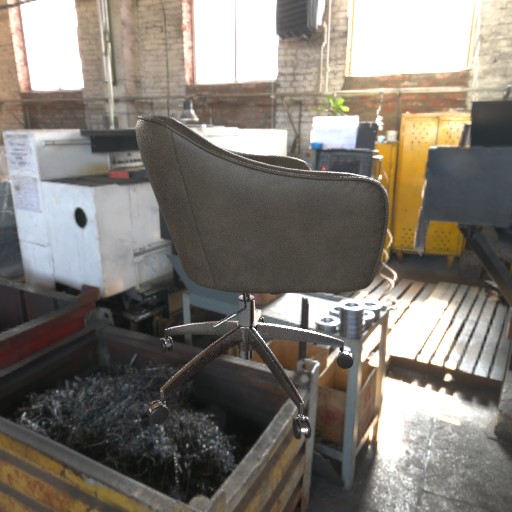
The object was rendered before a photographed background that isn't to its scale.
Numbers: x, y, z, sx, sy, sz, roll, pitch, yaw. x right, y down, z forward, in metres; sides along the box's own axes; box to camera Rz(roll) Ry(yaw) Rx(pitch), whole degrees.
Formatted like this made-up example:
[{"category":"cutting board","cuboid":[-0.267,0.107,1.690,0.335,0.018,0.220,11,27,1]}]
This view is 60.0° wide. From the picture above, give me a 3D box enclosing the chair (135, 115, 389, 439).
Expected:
[{"category":"chair","cuboid":[0.000,0.000,1.371,0.689,0.827,0.713,-3,17,-10]}]
